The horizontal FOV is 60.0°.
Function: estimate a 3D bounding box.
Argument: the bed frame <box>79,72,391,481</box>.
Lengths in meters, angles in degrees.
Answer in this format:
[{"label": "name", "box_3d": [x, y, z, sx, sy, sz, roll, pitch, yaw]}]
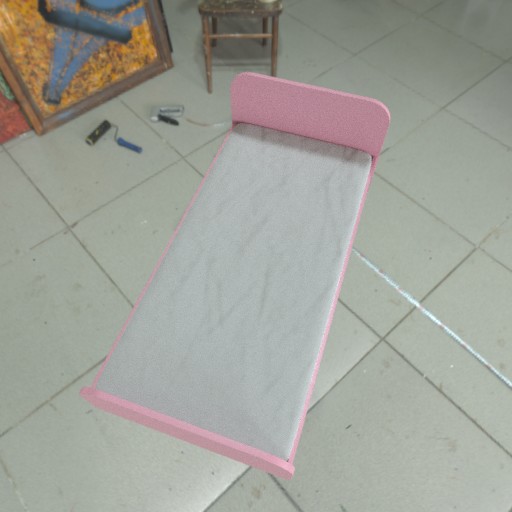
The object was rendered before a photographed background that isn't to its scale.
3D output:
[{"label": "bed frame", "box_3d": [0.000, 0.000, 2.435, 0.998, 0.805, 1.963, 16, 59, 10]}]
